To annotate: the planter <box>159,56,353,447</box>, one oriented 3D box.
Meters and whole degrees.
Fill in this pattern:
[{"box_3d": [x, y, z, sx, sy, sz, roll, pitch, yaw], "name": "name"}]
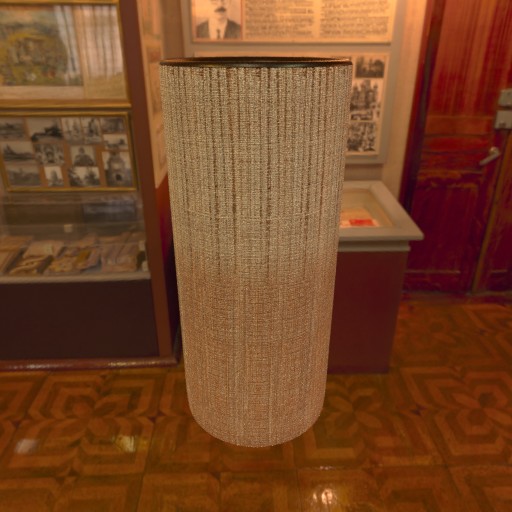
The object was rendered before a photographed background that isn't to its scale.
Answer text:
[{"box_3d": [0.000, 0.000, 0.279, 0.100, 0.227, 0.100, 0, 25, 0], "name": "planter"}]
